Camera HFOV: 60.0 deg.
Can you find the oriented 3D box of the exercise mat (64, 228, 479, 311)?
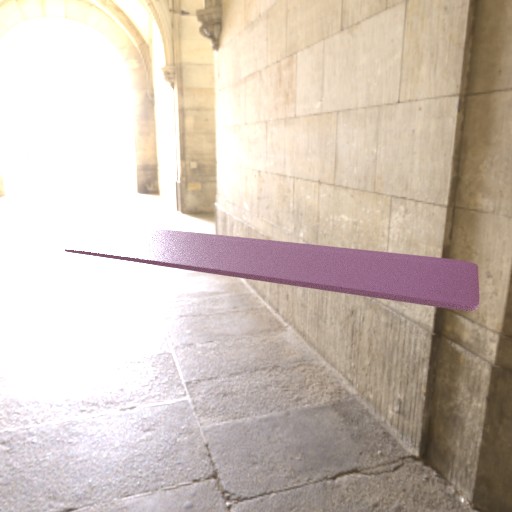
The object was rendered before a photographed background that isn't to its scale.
[{"bbox_3d":[0.000,0.000,2.063,1.869,0.021,0.616,7,16,25],"label":"exercise mat"}]
